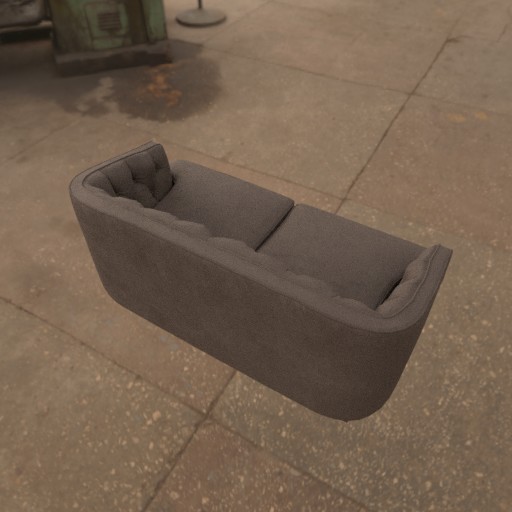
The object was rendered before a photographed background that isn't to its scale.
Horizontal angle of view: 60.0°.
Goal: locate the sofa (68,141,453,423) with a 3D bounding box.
[{"bbox_3d":[0.000,0.000,2.276,1.733,0.855,0.941,23,50,21],"label":"sofa"}]
